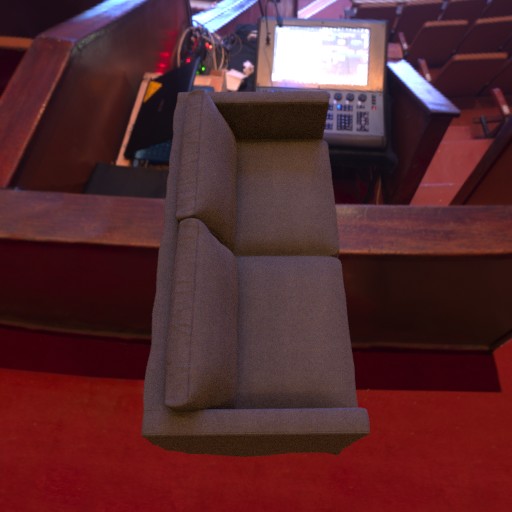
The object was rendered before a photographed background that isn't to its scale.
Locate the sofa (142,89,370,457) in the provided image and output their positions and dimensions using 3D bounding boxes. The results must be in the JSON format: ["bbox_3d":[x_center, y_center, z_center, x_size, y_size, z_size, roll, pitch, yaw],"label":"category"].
[{"bbox_3d":[0.000,0.000,2.470,0.953,0.855,1.982,0,61,0],"label":"sofa"}]
